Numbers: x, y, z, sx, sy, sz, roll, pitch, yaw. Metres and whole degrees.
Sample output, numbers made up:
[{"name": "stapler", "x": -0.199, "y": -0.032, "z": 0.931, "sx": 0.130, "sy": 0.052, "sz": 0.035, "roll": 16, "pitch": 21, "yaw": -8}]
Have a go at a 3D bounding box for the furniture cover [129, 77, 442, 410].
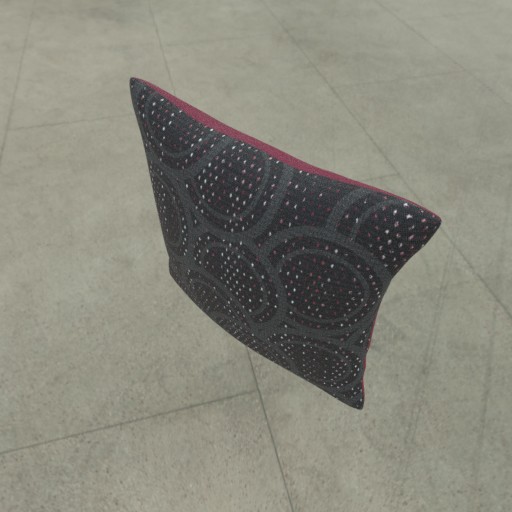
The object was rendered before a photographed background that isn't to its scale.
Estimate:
[{"name": "furniture cover", "x": 0.000, "y": 0.000, "z": 0.807, "sx": 0.552, "sy": 0.509, "sz": 0.193, "roll": 32, "pitch": 55, "yaw": 26}]
